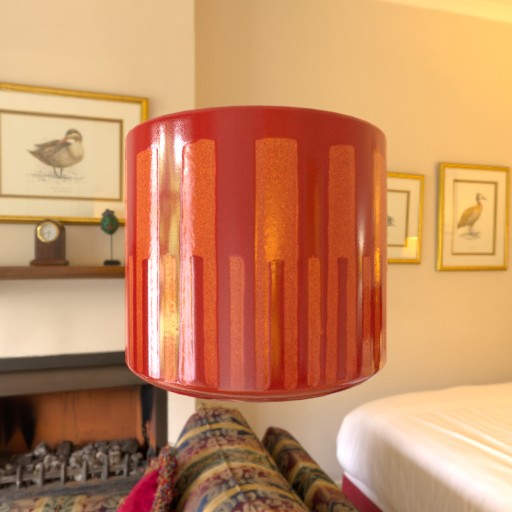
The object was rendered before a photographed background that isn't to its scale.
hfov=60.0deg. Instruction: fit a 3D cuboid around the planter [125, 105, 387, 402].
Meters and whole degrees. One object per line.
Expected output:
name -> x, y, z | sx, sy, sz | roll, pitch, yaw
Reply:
planter -> 0.000, 0.000, 0.405 | 0.230, 0.202, 0.230 | 0, 1, 0
